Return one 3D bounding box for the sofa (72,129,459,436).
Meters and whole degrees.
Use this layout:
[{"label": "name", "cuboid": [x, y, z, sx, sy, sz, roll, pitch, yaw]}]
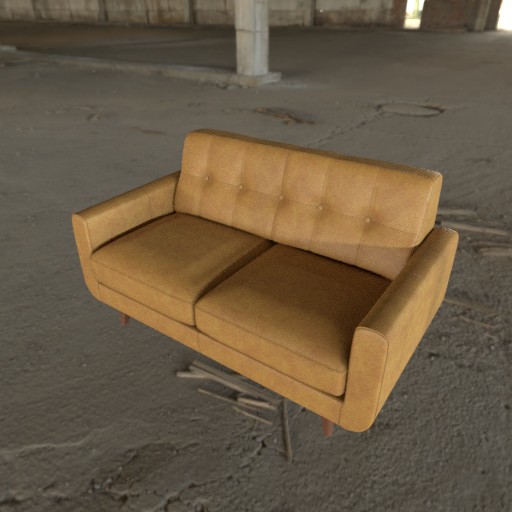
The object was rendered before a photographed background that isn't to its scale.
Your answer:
[{"label": "sofa", "cuboid": [0.000, 0.000, 2.201, 1.651, 0.925, 0.952, 19, 35, 30]}]
